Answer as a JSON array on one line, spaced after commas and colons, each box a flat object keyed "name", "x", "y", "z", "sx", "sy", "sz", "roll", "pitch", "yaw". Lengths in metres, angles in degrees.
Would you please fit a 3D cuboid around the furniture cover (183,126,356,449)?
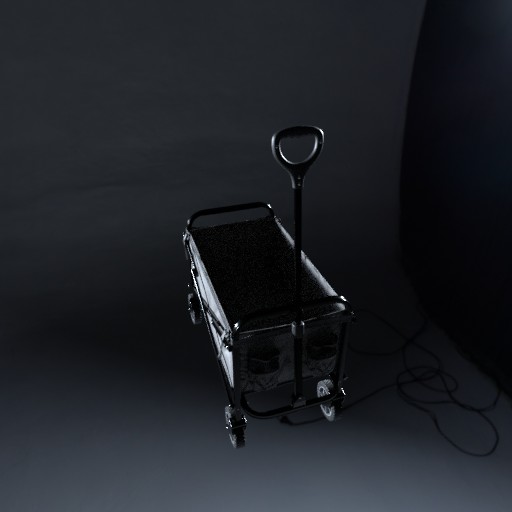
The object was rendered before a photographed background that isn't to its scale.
[{"name": "furniture cover", "x": 0.000, "y": 0.000, "z": 1.874, "sx": 0.532, "sy": 1.295, "sz": 1.038, "roll": -10, "pitch": 34, "yaw": -15}]
